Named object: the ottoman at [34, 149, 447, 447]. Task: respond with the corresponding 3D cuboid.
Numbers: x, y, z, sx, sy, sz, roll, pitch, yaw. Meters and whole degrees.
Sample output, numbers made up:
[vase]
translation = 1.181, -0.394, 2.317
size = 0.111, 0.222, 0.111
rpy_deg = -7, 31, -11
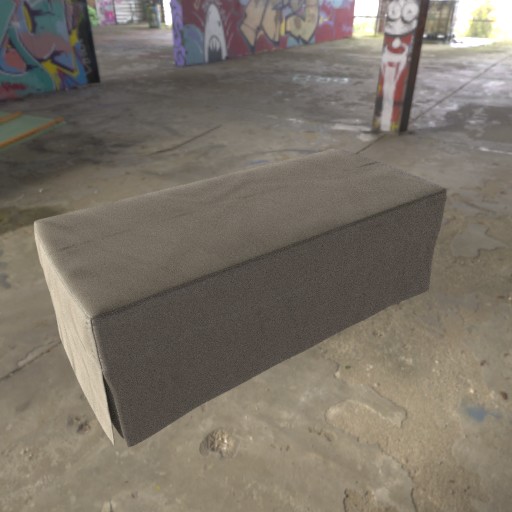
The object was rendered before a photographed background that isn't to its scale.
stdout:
[ottoman]
translation = 0.000, 0.000, 1.642
size = 1.388, 0.457, 0.665
rpy_deg = -20, 36, -29
